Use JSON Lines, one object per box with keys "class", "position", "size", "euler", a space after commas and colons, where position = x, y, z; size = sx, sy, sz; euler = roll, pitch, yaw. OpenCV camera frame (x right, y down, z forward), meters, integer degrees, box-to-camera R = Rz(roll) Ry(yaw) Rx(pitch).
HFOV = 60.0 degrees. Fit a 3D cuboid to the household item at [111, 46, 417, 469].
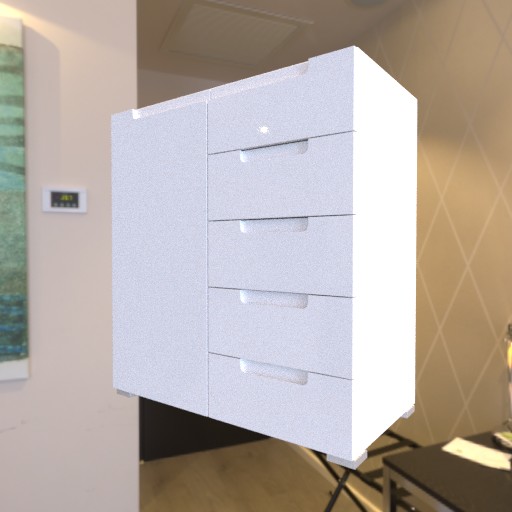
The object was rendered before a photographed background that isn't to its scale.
{"class": "household item", "position": [0.000, 0.000, 1.306], "size": [0.800, 0.870, 0.420], "euler": [1, 2, 36]}
